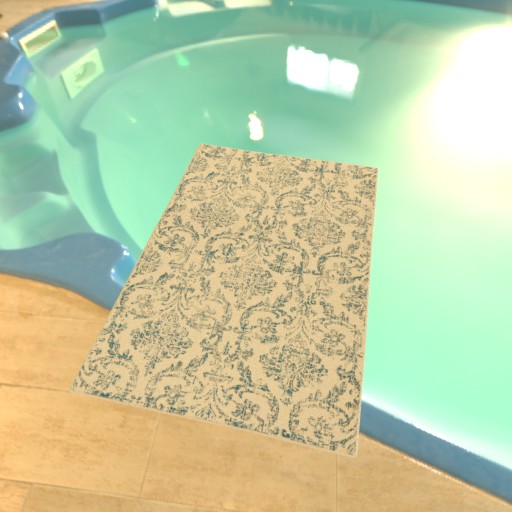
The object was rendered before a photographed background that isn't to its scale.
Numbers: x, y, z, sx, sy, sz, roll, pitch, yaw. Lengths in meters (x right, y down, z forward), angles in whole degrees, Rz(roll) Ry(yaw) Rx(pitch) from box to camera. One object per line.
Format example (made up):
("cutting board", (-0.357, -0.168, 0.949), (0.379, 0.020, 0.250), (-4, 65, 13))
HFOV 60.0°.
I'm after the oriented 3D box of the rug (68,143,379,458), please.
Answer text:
("rug", (0.000, 0.000, 3.553), (1.819, 0.018, 2.746), (10, 49, 8))
